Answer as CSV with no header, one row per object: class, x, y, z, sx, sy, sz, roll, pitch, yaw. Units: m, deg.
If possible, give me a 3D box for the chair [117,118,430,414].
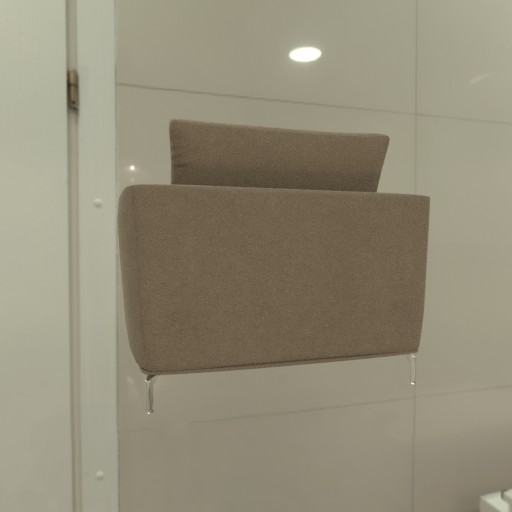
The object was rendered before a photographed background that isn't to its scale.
chair,0.000,0.000,1.748,1.041,0.864,0.889,0,2,-17
